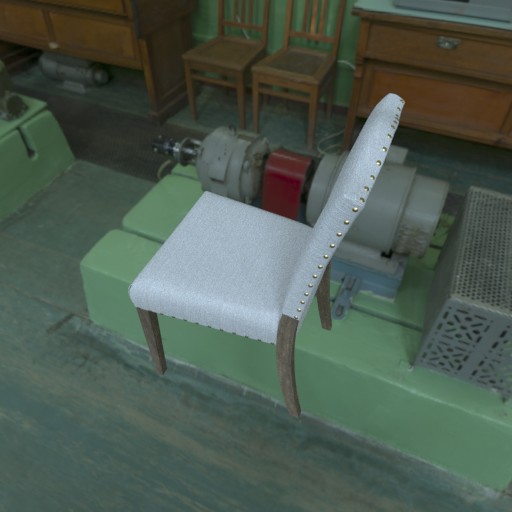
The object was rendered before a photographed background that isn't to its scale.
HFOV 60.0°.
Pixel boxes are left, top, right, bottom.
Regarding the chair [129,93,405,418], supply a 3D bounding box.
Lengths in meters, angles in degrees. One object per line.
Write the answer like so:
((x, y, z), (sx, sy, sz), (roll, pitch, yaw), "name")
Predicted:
((0.000, 0.000, 1.357), (0.620, 1.020, 0.508), (17, 49, 15), "chair")
